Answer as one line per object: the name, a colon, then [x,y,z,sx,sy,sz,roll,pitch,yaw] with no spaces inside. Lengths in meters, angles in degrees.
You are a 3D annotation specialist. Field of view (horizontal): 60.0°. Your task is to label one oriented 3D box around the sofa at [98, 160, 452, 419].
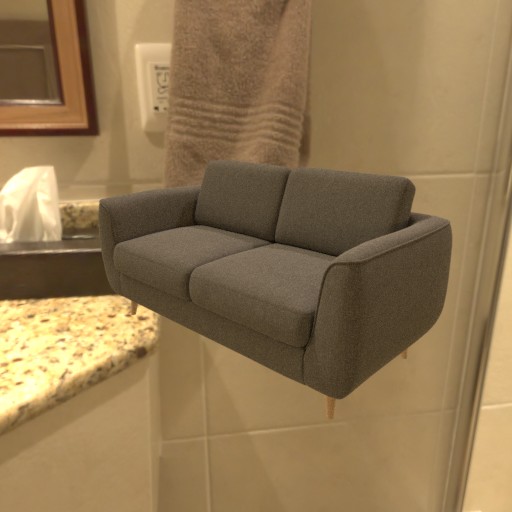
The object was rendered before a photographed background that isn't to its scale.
sofa: [0.000,0.000,2.252,1.700,0.870,0.920,15,23,41]
